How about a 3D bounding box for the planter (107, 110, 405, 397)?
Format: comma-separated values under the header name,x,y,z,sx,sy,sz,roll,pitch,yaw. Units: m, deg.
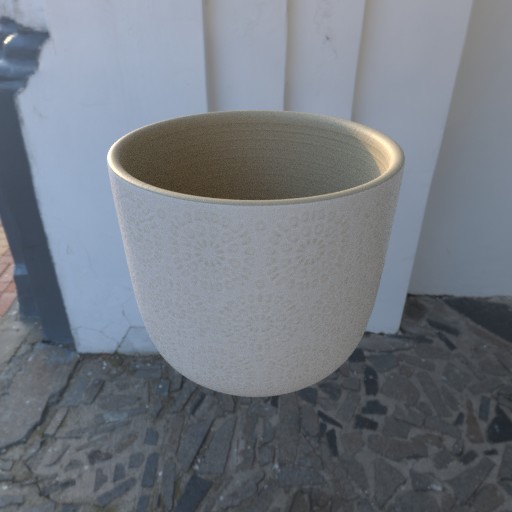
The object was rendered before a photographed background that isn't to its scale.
name,x,y,z,sx,sy,sz,roll,pitch,yaw
planter,0.000,0.000,0.369,0.208,0.190,0.208,0,31,0
